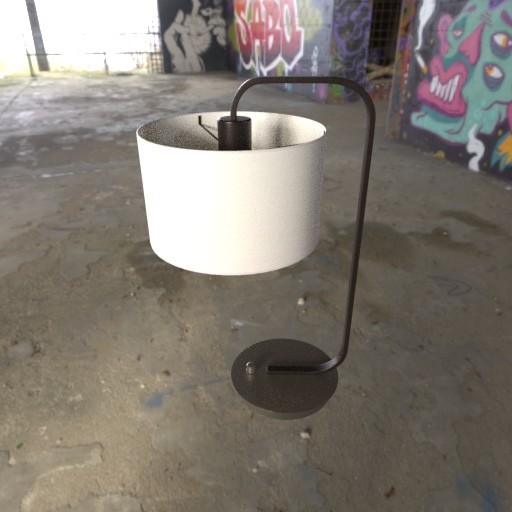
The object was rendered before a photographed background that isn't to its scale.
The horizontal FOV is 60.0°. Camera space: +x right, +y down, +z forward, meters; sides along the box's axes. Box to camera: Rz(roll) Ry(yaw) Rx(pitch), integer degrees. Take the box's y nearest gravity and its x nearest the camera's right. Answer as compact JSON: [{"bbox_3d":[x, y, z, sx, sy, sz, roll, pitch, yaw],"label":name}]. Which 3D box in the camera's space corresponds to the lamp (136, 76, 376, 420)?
[{"bbox_3d":[0.000,0.000,0.627,0.288,0.473,0.230,1,28,1],"label":"lamp"}]
